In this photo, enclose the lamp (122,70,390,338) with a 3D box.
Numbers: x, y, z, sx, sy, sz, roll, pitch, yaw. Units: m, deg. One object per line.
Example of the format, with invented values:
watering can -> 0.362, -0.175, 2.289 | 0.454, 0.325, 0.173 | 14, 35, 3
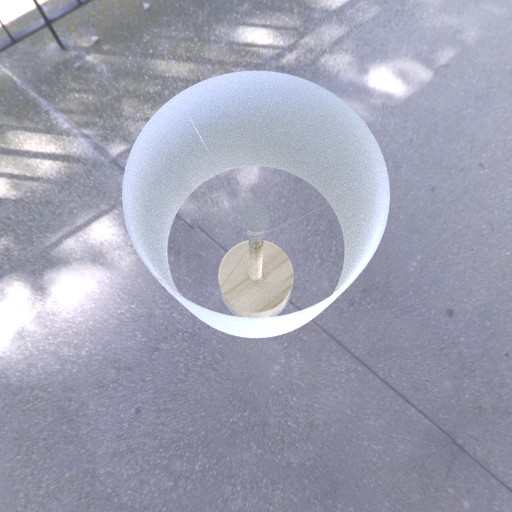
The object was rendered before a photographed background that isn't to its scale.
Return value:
lamp -> 0.000, 0.000, 0.603 | 0.229, 0.470, 0.229 | -36, 78, -9
